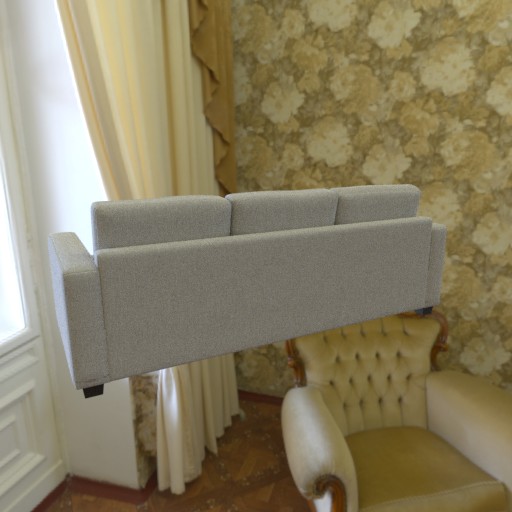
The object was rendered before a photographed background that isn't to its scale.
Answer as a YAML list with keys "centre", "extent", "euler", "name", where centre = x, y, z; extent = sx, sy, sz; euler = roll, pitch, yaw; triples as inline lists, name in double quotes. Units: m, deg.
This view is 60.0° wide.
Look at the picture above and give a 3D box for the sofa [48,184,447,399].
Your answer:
- centre: [0.000, 0.000, 2.555]
  extent: [2.120, 0.800, 0.900]
  euler: [-7, 16, -27]
  name: "sofa"
